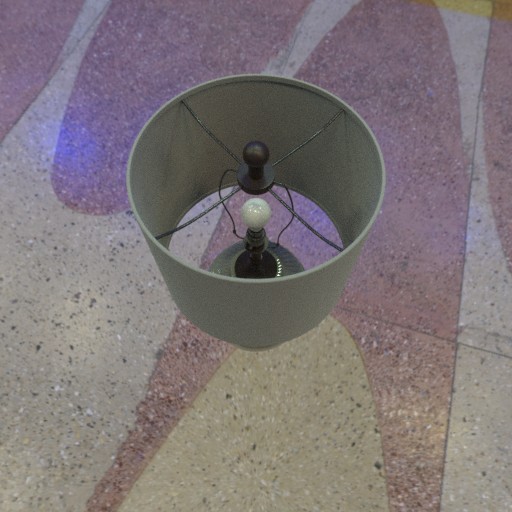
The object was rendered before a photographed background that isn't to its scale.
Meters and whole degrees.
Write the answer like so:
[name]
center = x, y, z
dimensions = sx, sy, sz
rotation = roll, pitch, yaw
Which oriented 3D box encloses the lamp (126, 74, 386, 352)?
[lamp]
center = 0.000, 0.000, 0.768
dimensions = 0.318, 0.567, 0.318
rotation = 0, 63, 0
